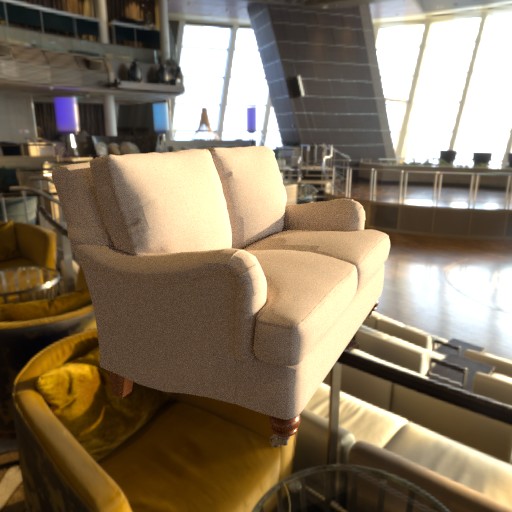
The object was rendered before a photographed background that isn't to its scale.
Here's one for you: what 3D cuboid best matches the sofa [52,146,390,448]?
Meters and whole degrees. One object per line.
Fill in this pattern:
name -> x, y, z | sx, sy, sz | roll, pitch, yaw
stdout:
sofa -> 0.000, 0.000, 2.220 | 1.087, 1.048, 1.508 | 8, 17, 26
